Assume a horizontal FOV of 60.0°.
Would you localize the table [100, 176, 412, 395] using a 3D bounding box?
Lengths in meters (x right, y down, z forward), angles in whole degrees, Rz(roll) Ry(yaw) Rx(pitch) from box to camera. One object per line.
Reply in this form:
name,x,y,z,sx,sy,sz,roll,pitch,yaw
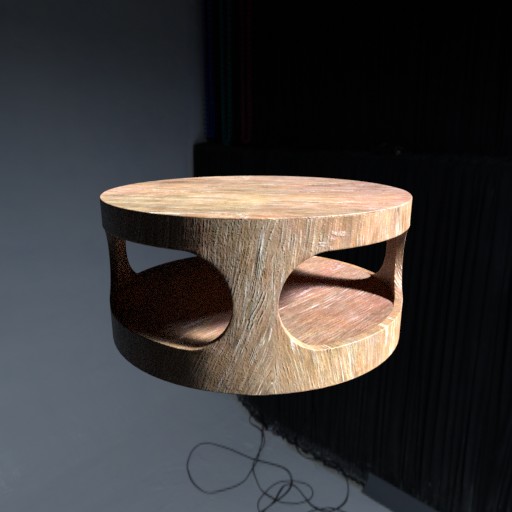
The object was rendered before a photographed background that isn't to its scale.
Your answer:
table,0.000,0.000,1.519,0.974,0.450,0.974,0,16,0
